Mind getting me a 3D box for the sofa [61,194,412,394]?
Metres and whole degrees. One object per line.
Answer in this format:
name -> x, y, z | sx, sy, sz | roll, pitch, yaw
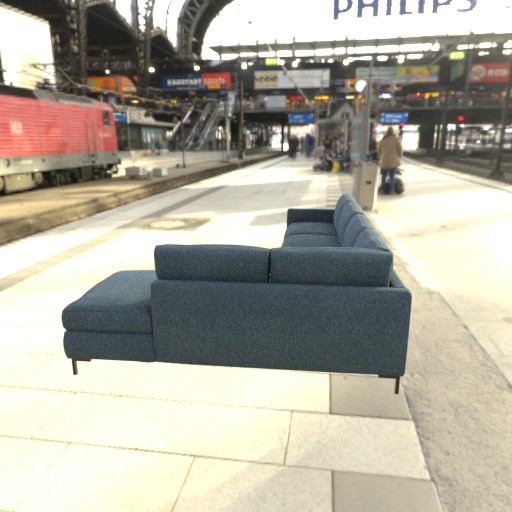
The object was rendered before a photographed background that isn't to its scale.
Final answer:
sofa -> 0.000, 0.000, 3.884 | 2.007, 0.815, 2.949 | 2, 15, 6
